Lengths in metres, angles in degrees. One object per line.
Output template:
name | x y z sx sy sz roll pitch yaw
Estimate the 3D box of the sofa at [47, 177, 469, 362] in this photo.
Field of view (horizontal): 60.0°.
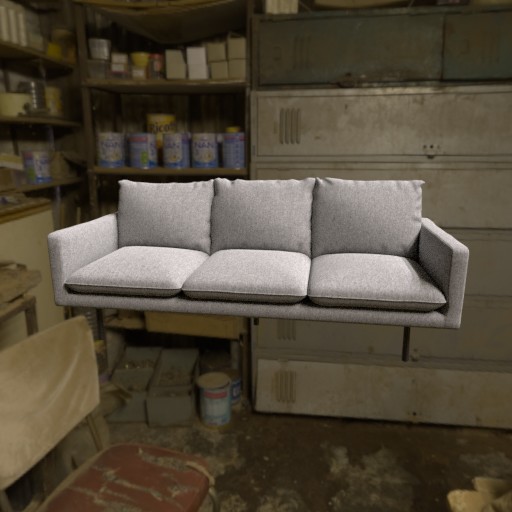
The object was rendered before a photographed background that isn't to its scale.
sofa | 0.000 0.000 2.476 2.000 0.830 0.850 2 14 9
